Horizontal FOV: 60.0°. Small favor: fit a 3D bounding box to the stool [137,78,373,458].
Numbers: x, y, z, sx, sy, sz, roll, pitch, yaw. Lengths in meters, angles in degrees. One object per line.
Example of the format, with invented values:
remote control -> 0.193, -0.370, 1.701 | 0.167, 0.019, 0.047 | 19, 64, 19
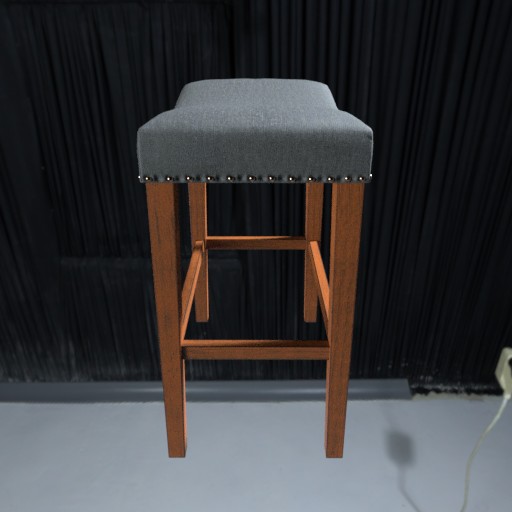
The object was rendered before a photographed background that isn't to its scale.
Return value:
stool -> 0.000, 0.000, 0.865 | 0.320, 0.612, 0.439 | 0, 28, 0
